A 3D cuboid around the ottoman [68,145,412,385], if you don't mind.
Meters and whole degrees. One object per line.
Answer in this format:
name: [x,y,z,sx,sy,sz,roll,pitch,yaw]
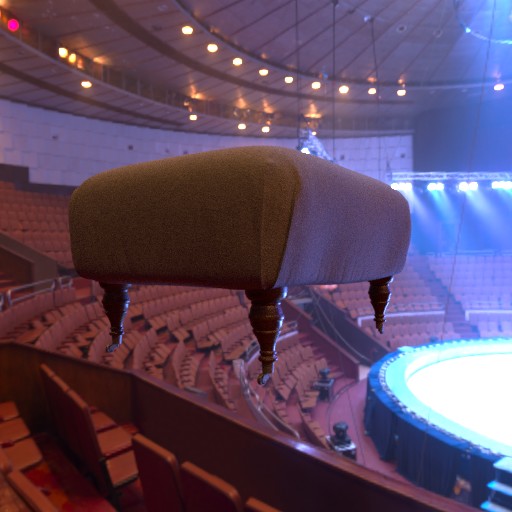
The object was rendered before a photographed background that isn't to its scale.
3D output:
ottoman: [0.000,0.000,1.155,0.622,0.450,0.747,0,1,36]
